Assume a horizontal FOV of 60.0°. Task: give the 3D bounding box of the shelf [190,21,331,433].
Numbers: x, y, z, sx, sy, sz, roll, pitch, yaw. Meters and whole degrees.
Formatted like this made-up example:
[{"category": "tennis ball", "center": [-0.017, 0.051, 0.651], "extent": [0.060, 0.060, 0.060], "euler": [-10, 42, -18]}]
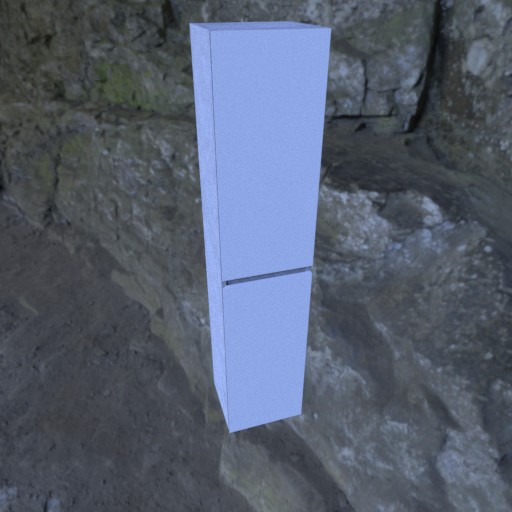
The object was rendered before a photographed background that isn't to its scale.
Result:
[{"category": "shelf", "center": [0.000, 0.000, 1.513], "extent": [0.300, 1.400, 0.270], "euler": [-9, 32, -15]}]
